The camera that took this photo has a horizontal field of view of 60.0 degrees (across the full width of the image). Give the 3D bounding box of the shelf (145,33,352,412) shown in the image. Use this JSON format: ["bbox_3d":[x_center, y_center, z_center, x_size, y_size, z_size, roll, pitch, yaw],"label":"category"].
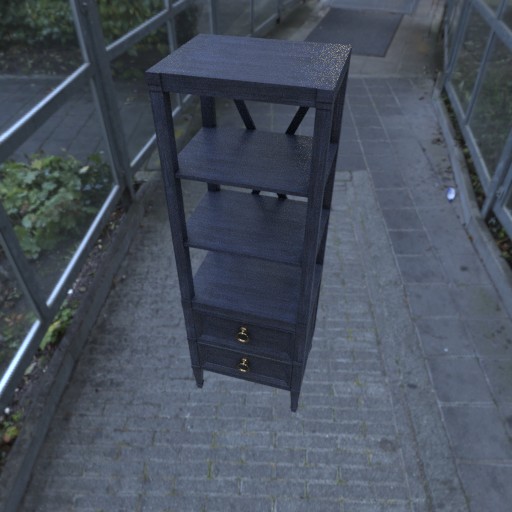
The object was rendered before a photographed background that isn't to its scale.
[{"bbox_3d":[0.000,0.000,2.033,0.584,1.727,0.472,10,41,12],"label":"shelf"}]
